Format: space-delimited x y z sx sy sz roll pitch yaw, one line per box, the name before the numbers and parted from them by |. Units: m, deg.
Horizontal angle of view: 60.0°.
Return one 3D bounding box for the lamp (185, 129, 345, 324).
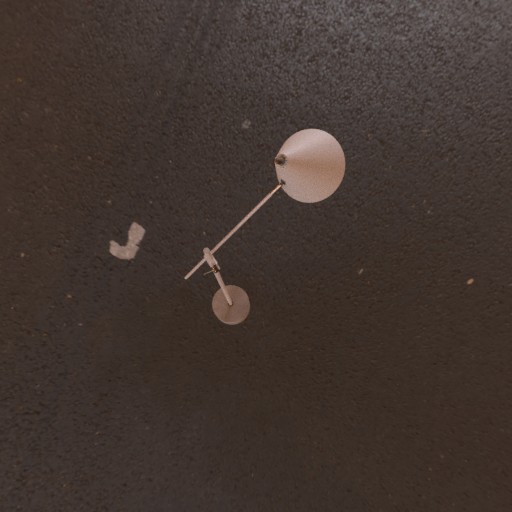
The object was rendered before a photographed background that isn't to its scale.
lamp | 0.000 0.000 1.632 0.508 1.430 0.223 -33 79 -7
